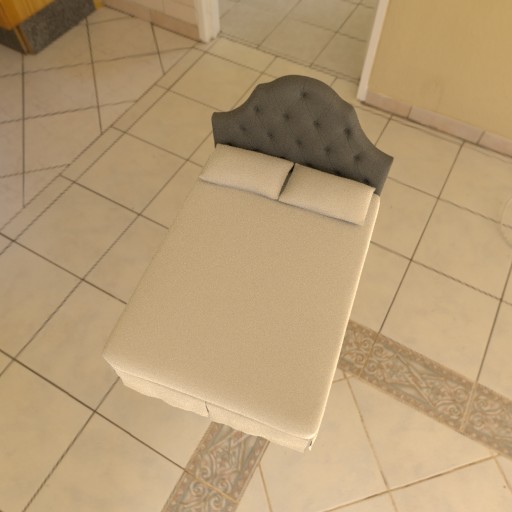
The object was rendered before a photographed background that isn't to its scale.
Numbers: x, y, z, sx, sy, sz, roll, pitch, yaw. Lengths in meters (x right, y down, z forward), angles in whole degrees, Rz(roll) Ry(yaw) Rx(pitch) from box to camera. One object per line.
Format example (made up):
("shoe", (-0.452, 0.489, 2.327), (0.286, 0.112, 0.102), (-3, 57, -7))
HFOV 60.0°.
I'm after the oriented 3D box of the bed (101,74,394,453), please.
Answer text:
("bed", (0.000, 0.000, 3.284), (1.636, 1.575, 2.155), (17, 61, 10))
